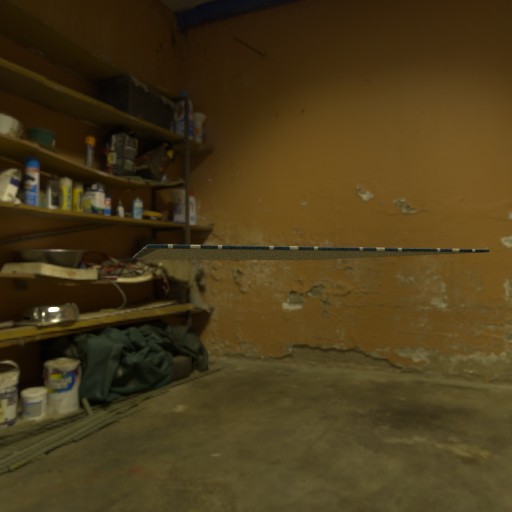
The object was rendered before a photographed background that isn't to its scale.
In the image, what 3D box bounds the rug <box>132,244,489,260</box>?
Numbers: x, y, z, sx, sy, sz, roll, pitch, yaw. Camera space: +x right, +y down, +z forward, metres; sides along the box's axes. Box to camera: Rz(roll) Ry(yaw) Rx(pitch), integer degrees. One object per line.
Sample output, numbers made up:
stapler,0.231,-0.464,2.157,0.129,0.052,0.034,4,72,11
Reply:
rug,0.000,0.000,2.187,1.143,0.010,1.753,0,-2,-17
